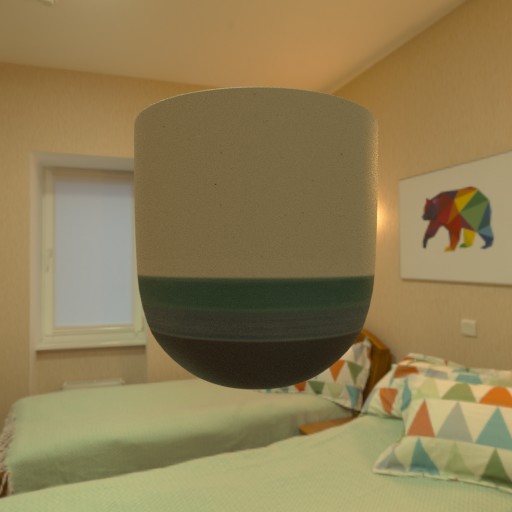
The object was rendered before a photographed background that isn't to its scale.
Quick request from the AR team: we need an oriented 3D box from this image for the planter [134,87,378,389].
[{"bbox_3d":[0.000,0.000,0.383,0.204,0.214,0.204,0,-1,0],"label":"planter"}]
